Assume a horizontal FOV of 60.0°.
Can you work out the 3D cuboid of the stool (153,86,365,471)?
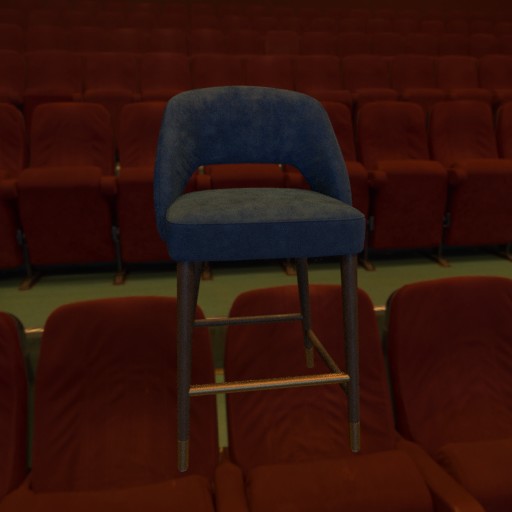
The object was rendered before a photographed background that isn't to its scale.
[{"bbox_3d":[0.000,0.000,1.228,0.536,0.925,0.524,-2,16,-9],"label":"stool"}]
